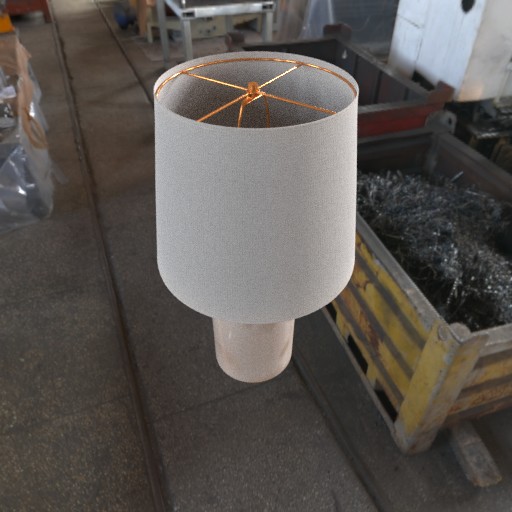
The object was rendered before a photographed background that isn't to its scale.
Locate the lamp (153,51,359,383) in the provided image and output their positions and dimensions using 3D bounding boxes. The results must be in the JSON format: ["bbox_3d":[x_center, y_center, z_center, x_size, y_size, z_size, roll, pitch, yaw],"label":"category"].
[{"bbox_3d":[0.000,0.000,0.439,0.189,0.340,0.189,0,42,0],"label":"lamp"}]
